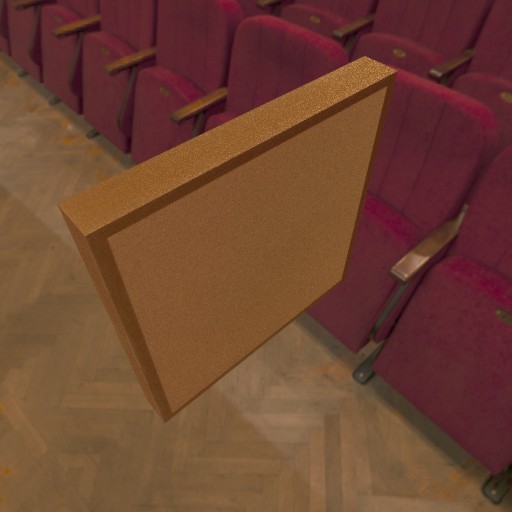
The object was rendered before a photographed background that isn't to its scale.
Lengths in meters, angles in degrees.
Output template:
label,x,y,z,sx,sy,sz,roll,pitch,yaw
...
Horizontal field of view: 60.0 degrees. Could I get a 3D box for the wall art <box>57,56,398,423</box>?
label,x,y,z,sx,sy,sz,roll,pitch,yaw
wall art,0.000,0.000,0.455,0.306,0.305,0.038,-34,57,-26
